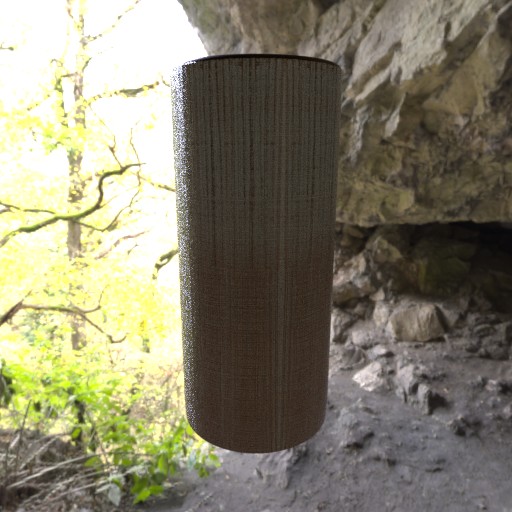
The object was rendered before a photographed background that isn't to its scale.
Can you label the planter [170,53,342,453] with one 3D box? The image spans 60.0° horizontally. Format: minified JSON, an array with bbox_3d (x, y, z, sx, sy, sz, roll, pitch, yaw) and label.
[{"bbox_3d":[0.000,0.000,0.289,0.100,0.227,0.100,8,17,27],"label":"planter"}]
